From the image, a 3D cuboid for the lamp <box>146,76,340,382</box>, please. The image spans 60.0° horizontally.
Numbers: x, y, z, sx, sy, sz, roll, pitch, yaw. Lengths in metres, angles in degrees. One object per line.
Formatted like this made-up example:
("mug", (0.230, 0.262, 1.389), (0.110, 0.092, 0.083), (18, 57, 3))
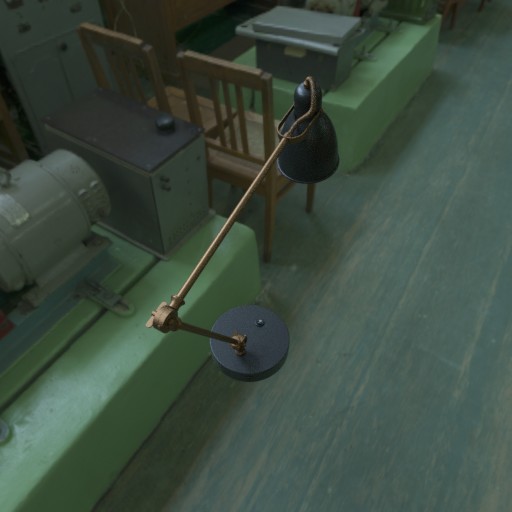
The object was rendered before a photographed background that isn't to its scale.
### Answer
("lamp", (0.000, 0.000, 0.865), (0.187, 0.587, 0.561), (23, 52, 20))
